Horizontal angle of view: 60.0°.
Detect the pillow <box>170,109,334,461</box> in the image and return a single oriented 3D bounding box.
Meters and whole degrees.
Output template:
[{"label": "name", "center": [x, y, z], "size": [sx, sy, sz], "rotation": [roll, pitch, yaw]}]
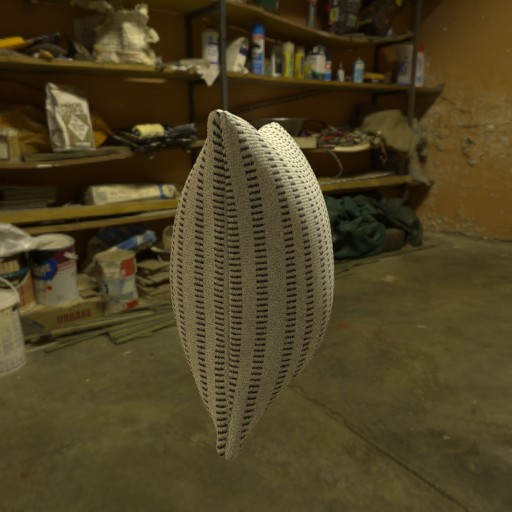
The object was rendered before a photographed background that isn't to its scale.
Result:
[{"label": "pillow", "center": [0.000, 0.000, 0.701], "size": [0.247, 0.419, 0.438], "rotation": [3, 15, 10]}]
